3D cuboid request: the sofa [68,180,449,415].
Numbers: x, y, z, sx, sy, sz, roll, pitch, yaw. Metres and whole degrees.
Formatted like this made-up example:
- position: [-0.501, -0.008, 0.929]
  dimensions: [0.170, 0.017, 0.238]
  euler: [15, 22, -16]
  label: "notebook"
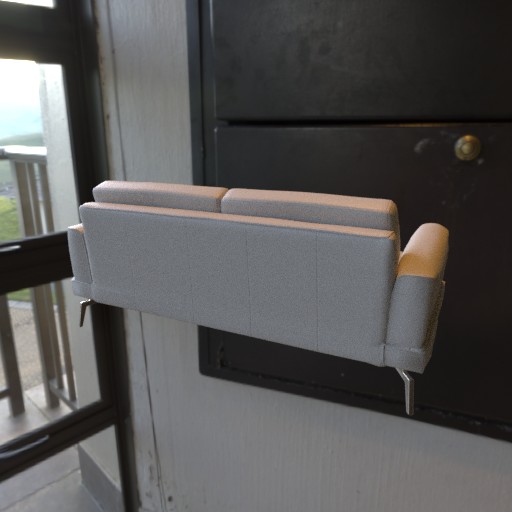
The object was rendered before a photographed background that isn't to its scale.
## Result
- position: [0.000, 0.000, 2.759]
  dimensions: [2.177, 0.930, 1.121]
  euler: [8, 18, 25]
  label: "sofa"
